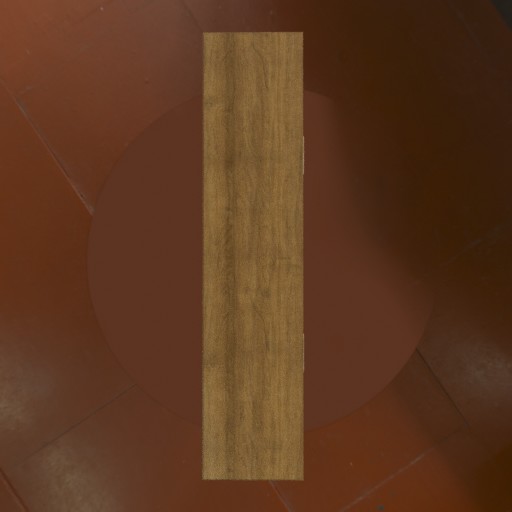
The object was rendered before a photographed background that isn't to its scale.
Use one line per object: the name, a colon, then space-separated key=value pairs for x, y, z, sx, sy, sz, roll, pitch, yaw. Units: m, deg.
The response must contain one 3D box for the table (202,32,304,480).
table: x=0.000 y=0.000 z=2.109 sx=0.425 sy=0.635 sz=1.815 roll=0 pitch=89 yaw=1
